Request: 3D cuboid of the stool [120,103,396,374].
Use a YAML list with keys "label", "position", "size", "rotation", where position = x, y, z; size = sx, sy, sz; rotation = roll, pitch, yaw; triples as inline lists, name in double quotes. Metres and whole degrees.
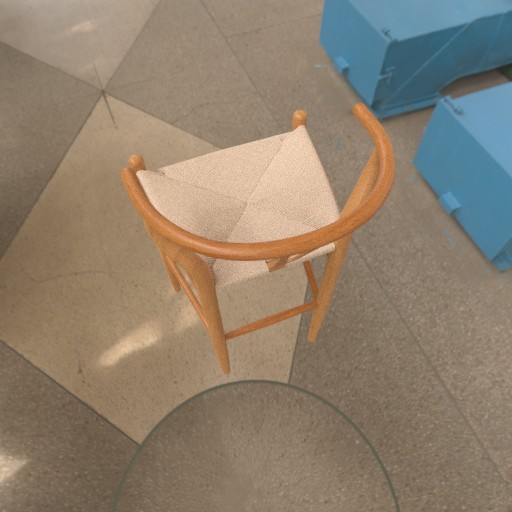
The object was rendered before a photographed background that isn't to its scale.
- label: "stool"
  position: [0.000, 0.000, 1.313]
  size: [0.569, 0.970, 0.579]
  rotation: [-18, 60, -11]
